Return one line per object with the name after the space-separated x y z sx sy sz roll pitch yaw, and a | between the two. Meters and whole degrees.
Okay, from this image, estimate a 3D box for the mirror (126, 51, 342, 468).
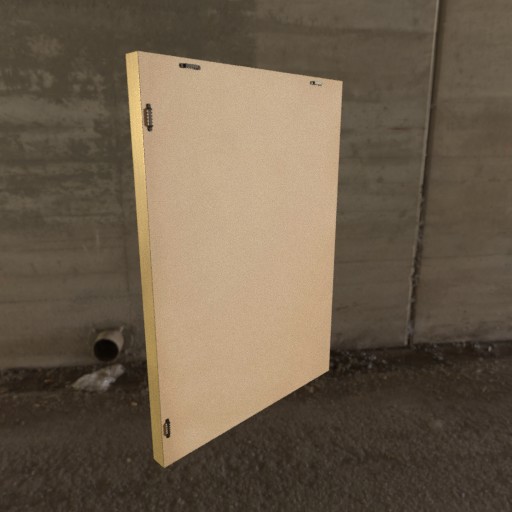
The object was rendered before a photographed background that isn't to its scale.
0.000 0.000 0.909 0.507 0.710 0.040 -14 21 -43 | mirror
